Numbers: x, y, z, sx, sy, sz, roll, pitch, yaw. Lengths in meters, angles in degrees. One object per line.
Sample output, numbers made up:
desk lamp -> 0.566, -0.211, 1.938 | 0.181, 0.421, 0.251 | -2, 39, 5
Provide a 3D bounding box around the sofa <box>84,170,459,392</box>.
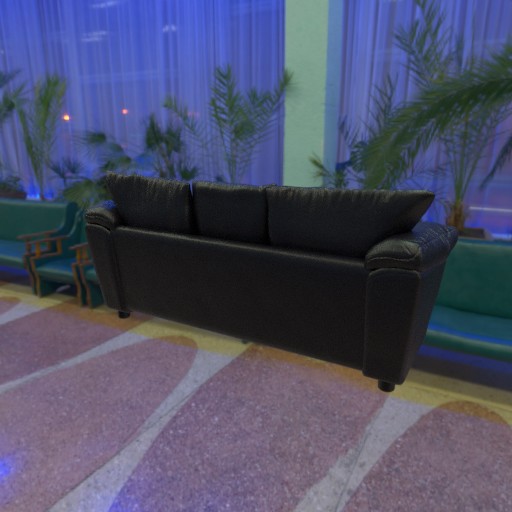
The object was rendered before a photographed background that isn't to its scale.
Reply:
sofa -> 0.000, 0.000, 2.919 | 2.336, 1.073, 0.880 | 9, 18, 29
